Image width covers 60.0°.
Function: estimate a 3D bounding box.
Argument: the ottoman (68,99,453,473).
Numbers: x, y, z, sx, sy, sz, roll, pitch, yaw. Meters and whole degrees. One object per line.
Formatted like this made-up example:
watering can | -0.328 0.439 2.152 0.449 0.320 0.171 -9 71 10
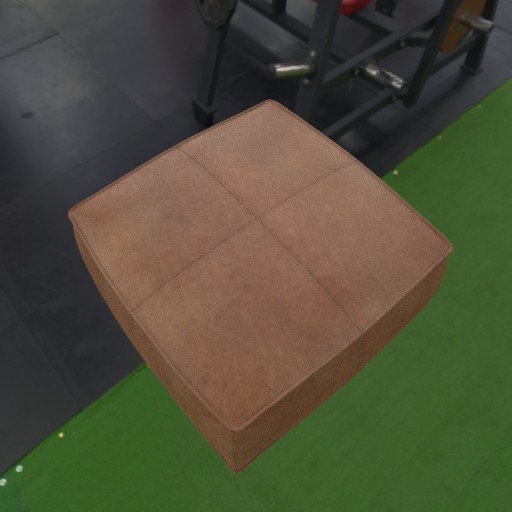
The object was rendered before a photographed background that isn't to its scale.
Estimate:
ottoman | 0.000 0.000 1.394 0.901 0.395 0.902 -35 65 -19
